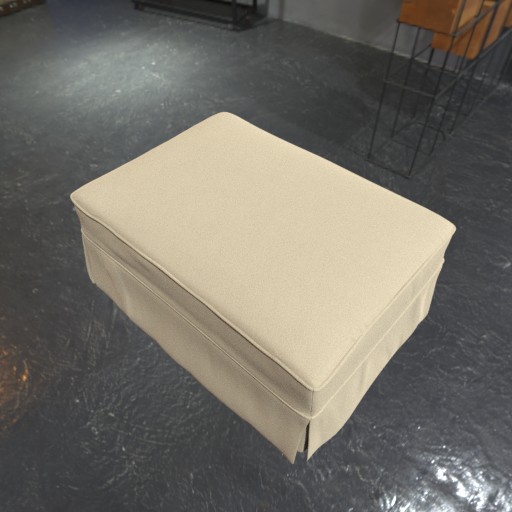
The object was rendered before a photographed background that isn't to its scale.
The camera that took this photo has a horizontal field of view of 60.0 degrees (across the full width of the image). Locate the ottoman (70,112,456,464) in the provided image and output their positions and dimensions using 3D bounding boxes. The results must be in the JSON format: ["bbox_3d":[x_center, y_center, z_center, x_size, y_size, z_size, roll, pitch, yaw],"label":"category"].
[{"bbox_3d":[0.000,0.000,1.371,0.959,0.482,0.721,34,56,27],"label":"ottoman"}]
